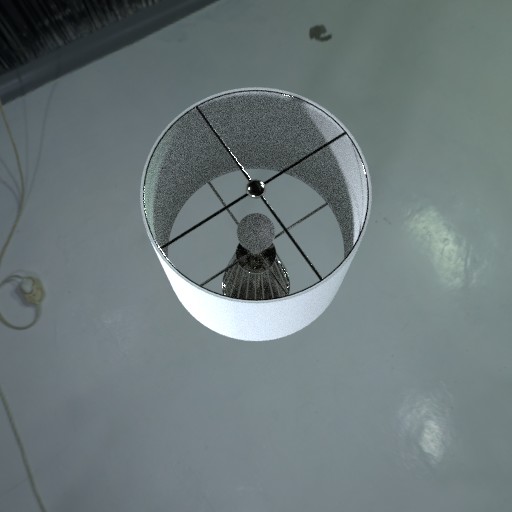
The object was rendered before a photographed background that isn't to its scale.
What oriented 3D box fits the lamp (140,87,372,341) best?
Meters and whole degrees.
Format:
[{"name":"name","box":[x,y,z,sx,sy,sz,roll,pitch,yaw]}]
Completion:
[{"name":"lamp","box":[0.000,0.000,0.789,0.303,0.618,0.303,0,76,0]}]
